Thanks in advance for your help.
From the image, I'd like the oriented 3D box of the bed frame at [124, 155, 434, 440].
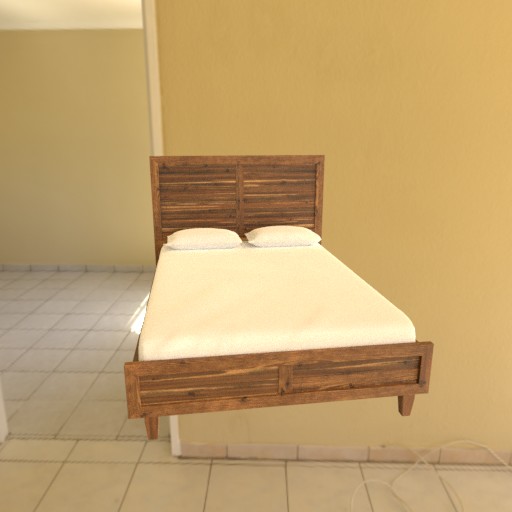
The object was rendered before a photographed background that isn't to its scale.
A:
[{"bbox_3d":[0.000,0.000,3.403,1.696,1.417,2.276,-2,15,-8],"label":"bed frame"}]
